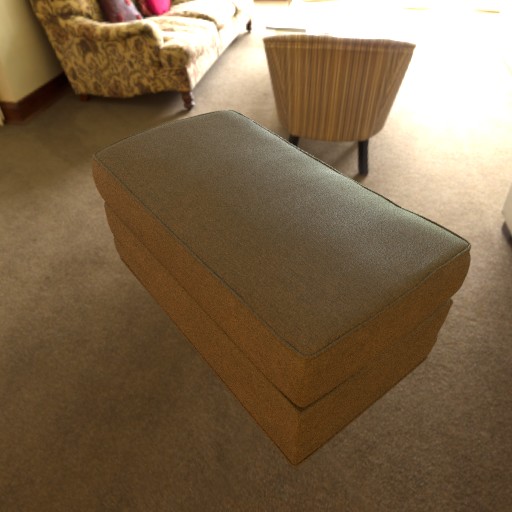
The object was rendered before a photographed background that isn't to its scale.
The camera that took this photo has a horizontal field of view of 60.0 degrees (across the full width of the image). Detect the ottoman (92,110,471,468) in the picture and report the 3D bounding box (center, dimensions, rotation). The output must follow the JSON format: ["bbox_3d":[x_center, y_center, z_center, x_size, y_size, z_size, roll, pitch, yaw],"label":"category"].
[{"bbox_3d":[0.000,0.000,1.143,0.490,0.448,0.864,-27,48,-27],"label":"ottoman"}]
